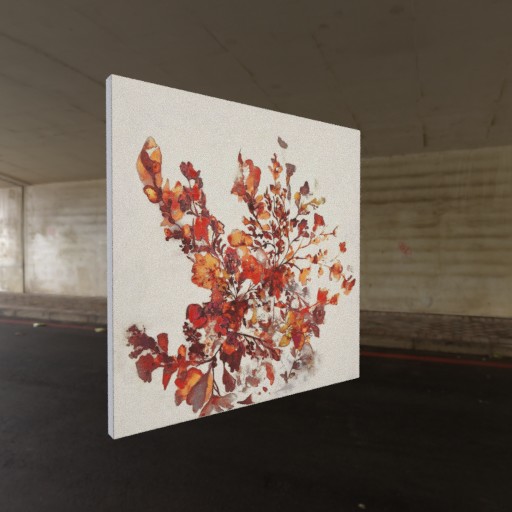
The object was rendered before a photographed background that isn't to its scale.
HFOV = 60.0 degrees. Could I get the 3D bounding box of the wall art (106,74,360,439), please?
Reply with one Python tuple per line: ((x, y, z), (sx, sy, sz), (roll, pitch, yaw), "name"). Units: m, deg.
((0.000, 0.000, 1.535), (1.009, 1.009, 0.049), (-1, 1, -36), "wall art")
